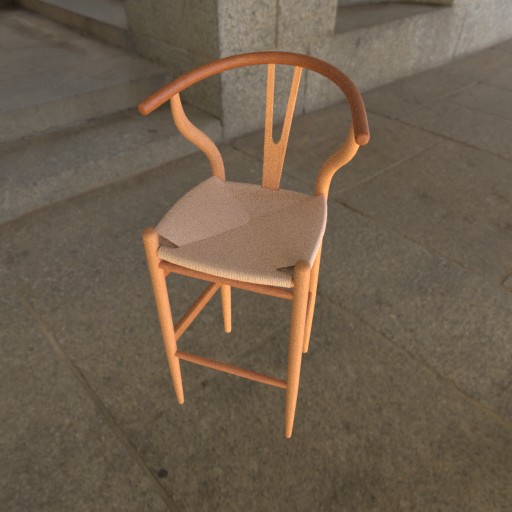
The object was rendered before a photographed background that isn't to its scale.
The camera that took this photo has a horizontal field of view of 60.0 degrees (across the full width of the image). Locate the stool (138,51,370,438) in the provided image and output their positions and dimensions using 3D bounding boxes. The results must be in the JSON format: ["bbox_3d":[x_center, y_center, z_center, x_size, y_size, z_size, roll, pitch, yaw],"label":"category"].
[{"bbox_3d":[0.000,0.000,1.387,0.574,1.068,0.561,12,41,14],"label":"stool"}]
